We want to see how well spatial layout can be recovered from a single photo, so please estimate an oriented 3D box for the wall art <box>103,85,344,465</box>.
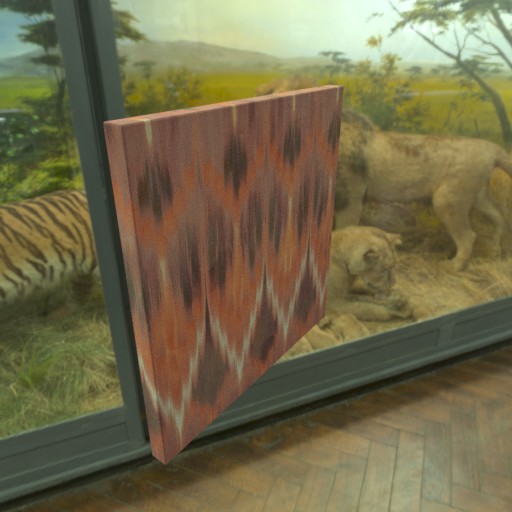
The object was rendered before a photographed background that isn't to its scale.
[{"bbox_3d":[0.000,0.000,0.905,0.037,0.609,0.603,18,32,32],"label":"wall art"}]
